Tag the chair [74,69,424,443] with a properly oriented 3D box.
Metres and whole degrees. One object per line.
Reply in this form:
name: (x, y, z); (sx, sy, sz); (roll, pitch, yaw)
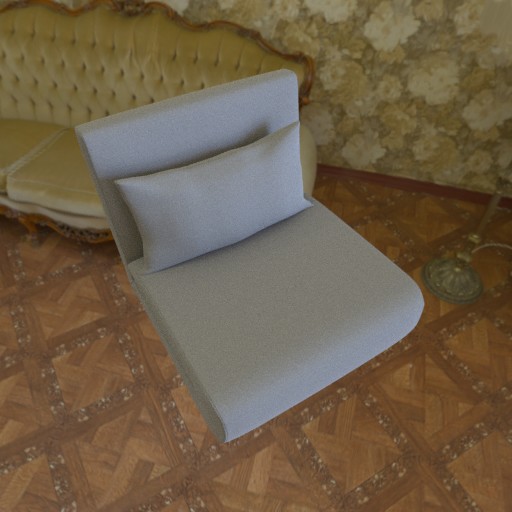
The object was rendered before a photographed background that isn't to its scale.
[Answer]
chair: (0.000, 0.000, 1.488); (0.770, 0.808, 0.902); (-24, 51, -21)
